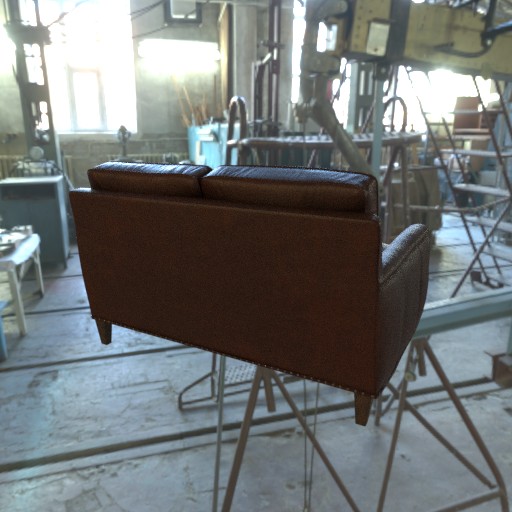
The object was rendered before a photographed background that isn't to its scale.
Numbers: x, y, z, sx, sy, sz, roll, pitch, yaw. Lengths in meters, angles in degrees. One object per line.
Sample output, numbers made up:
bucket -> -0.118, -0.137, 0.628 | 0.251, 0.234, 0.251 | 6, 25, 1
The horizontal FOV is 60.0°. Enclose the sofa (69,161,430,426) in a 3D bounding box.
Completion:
sofa -> 0.000, 0.000, 2.336 | 1.628, 1.003, 1.083 | 9, 18, 28
